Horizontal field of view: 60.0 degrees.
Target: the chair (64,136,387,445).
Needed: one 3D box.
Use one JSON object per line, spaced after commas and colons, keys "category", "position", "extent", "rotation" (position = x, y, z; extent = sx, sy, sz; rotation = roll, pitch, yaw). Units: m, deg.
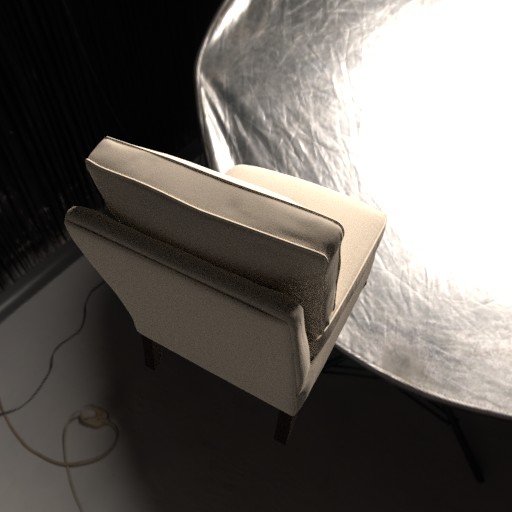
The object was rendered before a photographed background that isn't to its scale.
{"category": "chair", "position": [0.000, 0.000, 1.379], "extent": [0.630, 0.887, 0.781], "rotation": [23, 51, 20]}
